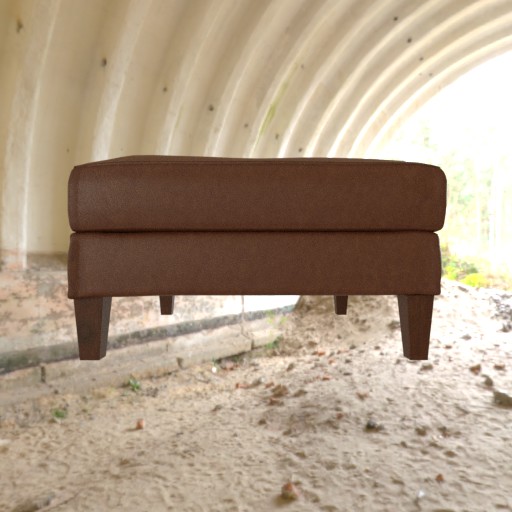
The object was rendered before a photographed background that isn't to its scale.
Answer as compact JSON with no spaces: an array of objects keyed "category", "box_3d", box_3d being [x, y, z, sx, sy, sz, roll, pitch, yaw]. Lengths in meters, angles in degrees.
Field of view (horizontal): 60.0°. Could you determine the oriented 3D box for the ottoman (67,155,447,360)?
[{"category":"ottoman","box_3d":[0.000,0.000,1.420,0.836,0.472,0.987,0,-1,0]}]
